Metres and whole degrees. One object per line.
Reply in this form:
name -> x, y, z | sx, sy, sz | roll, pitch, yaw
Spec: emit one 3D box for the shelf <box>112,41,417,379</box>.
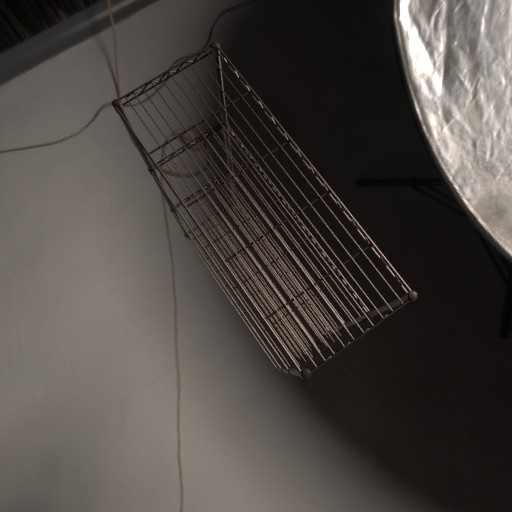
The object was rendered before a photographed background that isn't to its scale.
shelf -> 0.000, 0.000, 1.818 | 0.352, 1.361, 0.907 | -34, 79, -8
